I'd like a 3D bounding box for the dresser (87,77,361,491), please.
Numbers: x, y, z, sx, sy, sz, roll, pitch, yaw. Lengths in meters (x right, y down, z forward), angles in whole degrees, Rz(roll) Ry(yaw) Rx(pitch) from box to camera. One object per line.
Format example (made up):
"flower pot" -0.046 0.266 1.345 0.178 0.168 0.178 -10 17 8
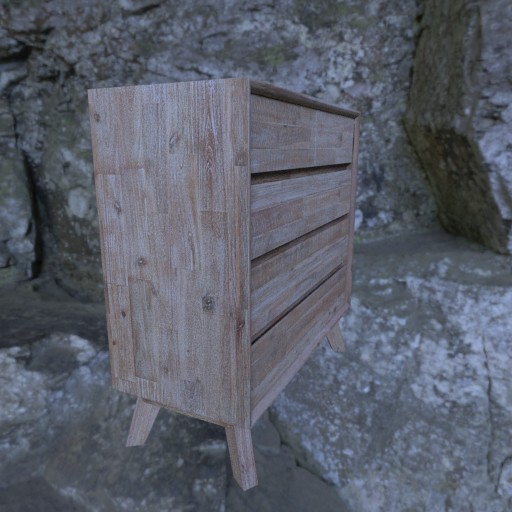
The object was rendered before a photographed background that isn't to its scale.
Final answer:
"dresser" 0.000 0.000 1.571 0.455 1.029 0.998 7 15 25
